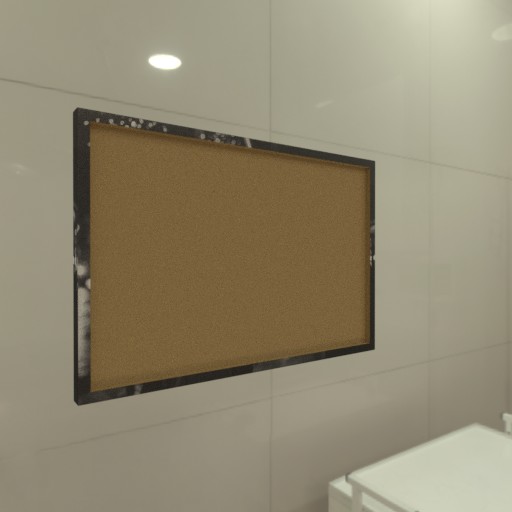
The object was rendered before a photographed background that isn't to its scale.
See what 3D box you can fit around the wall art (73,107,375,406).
[{"bbox_3d":[0.000,0.000,1.179,0.914,0.609,0.038,0,0,-35],"label":"wall art"}]
